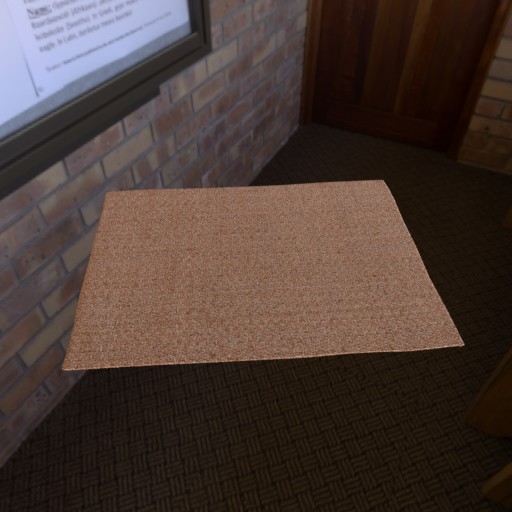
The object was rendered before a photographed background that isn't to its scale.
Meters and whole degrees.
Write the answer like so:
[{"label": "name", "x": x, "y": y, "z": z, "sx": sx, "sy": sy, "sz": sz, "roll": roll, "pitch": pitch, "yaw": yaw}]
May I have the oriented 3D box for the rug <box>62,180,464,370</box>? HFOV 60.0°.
[{"label": "rug", "x": 0.000, "y": 0.000, "z": 2.868, "sx": 2.141, "sy": 0.013, "sz": 1.566, "roll": -3, "pitch": 45, "yaw": -3}]
